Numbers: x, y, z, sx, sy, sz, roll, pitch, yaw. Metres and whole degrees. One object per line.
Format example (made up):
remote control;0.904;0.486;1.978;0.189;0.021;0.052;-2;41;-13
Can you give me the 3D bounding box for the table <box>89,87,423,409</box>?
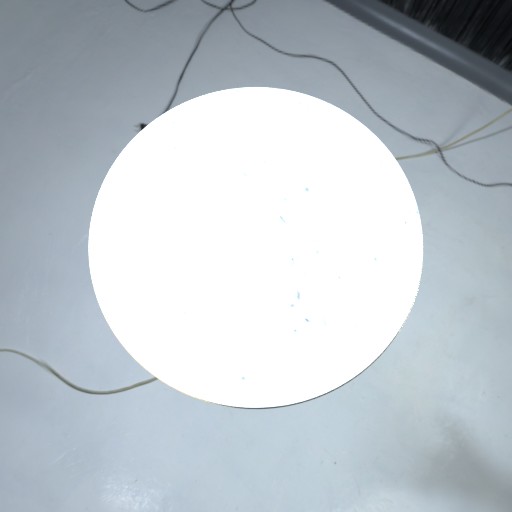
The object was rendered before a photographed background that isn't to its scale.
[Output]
table;0.000;0.000;1.274;0.800;0.450;0.800;0;76;0
